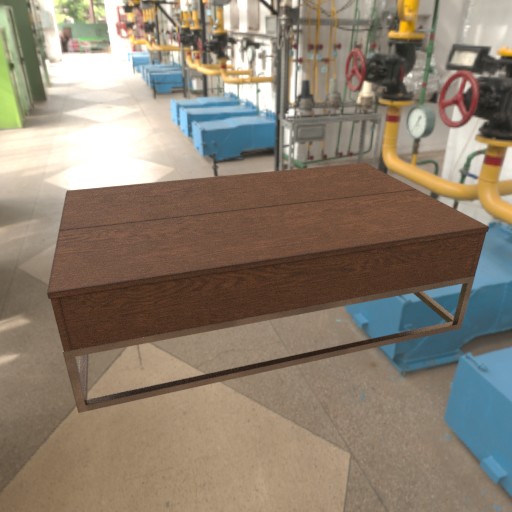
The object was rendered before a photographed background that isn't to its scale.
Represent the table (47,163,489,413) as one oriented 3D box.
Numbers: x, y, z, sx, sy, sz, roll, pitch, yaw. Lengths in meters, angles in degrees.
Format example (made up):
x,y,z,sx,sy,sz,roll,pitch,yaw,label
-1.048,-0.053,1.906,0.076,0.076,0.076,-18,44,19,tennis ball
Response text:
x,y,z,sx,sy,sz,roll,pitch,yaw,label
0.000,0.000,1.493,1.167,0.361,0.719,-8,29,-16,table
